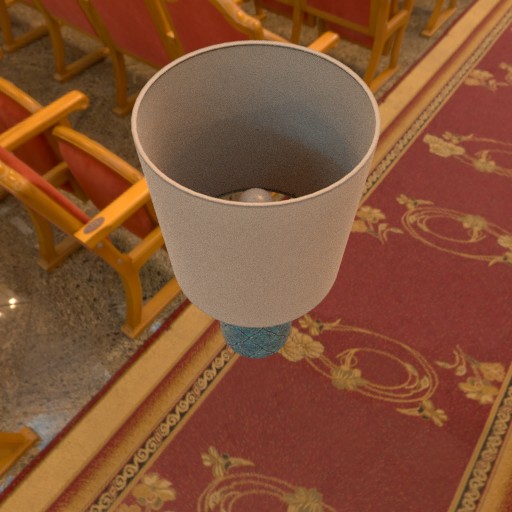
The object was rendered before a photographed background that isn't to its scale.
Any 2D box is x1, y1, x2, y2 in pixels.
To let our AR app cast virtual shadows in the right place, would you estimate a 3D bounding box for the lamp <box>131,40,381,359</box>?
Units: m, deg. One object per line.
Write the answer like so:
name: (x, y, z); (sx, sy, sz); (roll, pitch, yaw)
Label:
lamp: (0.000, 0.000, 0.749); (0.278, 0.597, 0.278); (33, 63, 19)
